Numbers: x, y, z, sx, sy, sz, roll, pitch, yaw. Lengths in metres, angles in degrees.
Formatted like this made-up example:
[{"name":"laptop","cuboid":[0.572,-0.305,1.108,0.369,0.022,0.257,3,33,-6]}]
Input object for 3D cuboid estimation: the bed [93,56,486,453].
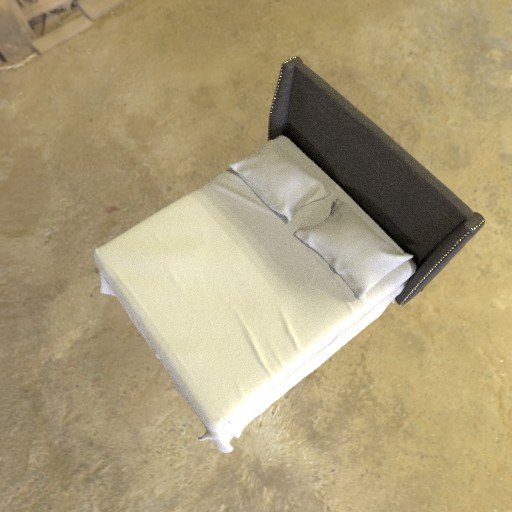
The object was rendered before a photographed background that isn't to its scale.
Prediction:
[{"name":"bed","cuboid":[0.000,0.000,3.424,2.276,1.332,1.925,-35,69,-15]}]
